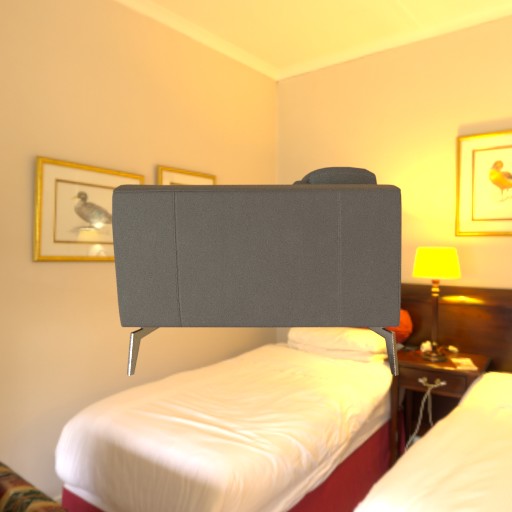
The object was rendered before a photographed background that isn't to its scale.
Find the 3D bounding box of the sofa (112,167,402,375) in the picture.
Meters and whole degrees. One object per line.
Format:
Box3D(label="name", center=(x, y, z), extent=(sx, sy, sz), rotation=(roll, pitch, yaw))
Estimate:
Box3D(label="sofa", center=(0.000, 0.000, 2.418), extent=(1.003, 0.779, 1.895), rotation=(0, 1, 0))
